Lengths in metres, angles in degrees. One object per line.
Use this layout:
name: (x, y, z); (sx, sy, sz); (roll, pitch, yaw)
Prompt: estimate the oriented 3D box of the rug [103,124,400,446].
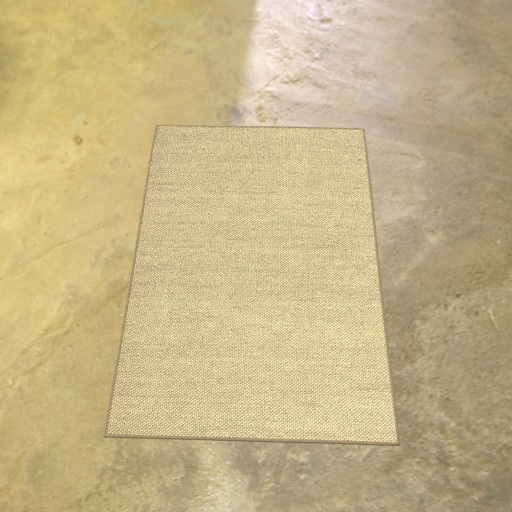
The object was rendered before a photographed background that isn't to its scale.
rug: (0.000, 0.000, 2.727); (1.517, 0.013, 2.115); (1, 63, 1)
